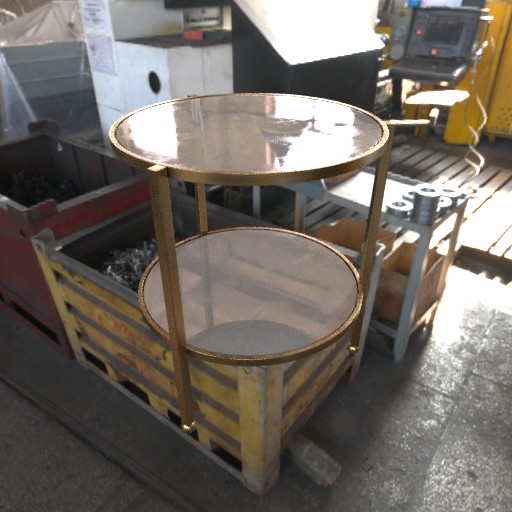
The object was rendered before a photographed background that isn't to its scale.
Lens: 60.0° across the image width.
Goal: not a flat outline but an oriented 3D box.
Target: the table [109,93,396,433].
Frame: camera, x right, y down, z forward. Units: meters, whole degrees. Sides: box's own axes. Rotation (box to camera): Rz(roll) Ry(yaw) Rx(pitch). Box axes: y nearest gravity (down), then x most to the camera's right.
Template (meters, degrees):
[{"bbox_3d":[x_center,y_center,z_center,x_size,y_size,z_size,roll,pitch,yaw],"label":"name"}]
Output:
[{"bbox_3d":[0.000,0.000,0.451,0.243,0.269,0.231,0,32,0],"label":"table"}]
